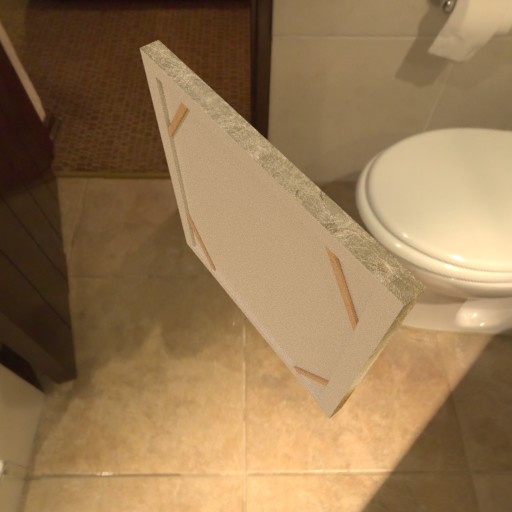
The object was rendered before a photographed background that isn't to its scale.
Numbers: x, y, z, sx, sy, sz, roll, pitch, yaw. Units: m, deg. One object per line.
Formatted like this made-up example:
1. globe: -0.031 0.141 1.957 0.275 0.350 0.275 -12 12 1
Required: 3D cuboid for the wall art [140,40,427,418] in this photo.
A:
1. wall art: 0.000 0.000 0.898 0.038 0.610 0.610 -33 64 -19
